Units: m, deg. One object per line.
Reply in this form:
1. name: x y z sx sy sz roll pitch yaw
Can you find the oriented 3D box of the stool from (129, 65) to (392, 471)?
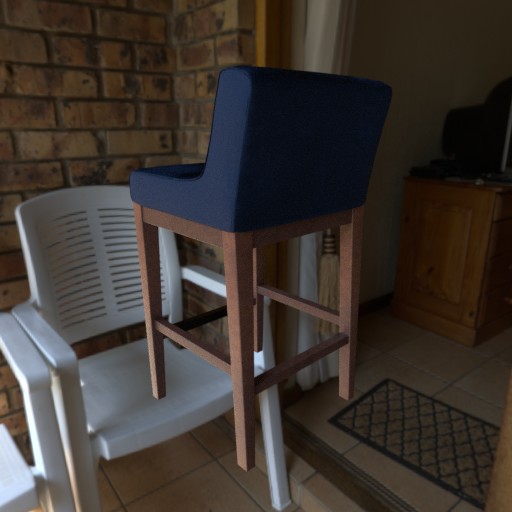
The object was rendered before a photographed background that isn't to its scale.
1. stool: 0.000 0.000 1.267 0.511 0.945 0.516 -15 23 -41
